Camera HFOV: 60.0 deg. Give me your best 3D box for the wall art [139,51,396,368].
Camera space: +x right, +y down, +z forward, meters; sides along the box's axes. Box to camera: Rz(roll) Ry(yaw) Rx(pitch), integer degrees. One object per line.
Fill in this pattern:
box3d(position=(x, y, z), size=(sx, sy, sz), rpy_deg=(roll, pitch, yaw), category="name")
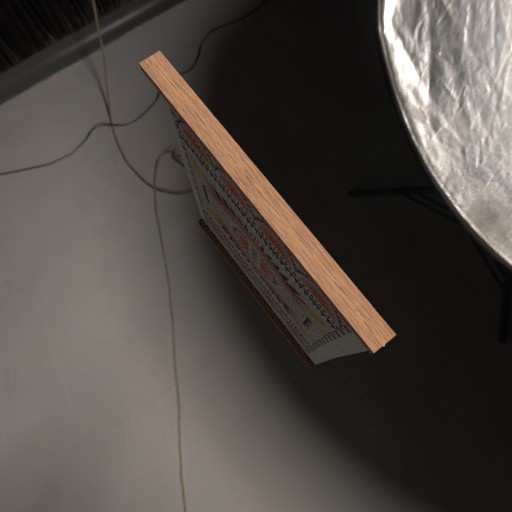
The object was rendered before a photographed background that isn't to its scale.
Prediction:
box3d(position=(0.000, 0.000, 0.711), size=(0.028, 0.527, 0.403), rpy_deg=(-36, 77, -9), category="wall art")
